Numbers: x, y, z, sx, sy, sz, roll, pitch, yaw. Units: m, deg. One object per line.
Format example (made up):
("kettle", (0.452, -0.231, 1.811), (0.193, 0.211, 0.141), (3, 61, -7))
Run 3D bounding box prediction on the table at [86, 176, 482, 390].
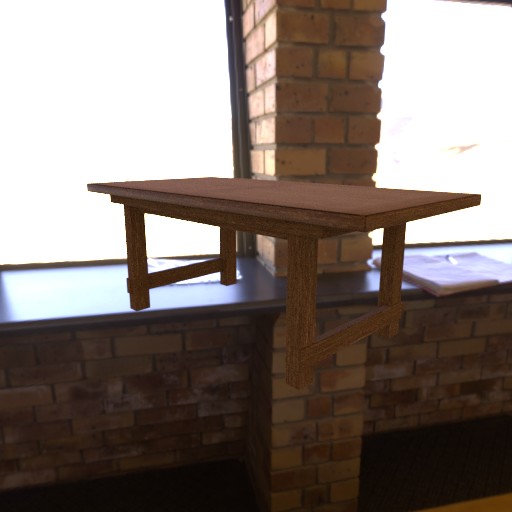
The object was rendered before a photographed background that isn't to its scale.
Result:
("table", (0.000, 0.000, 2.490), (1.000, 0.762, 1.982), (-13, 19, -43))
